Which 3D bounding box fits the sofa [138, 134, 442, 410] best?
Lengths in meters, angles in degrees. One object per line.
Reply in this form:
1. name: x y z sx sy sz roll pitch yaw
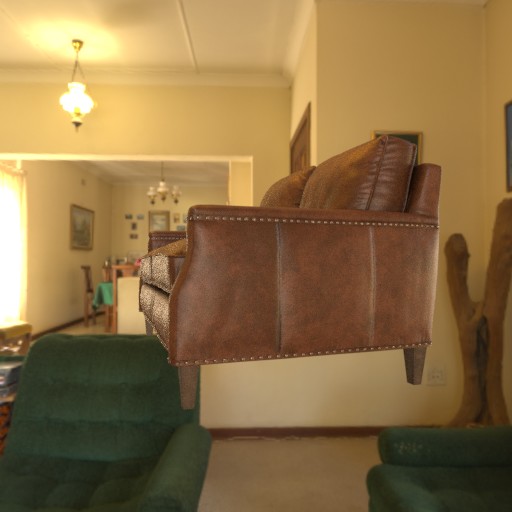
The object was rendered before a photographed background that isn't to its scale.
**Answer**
1. sofa: 0.000 0.000 2.289 1.083 1.003 1.628 0 0 -18
